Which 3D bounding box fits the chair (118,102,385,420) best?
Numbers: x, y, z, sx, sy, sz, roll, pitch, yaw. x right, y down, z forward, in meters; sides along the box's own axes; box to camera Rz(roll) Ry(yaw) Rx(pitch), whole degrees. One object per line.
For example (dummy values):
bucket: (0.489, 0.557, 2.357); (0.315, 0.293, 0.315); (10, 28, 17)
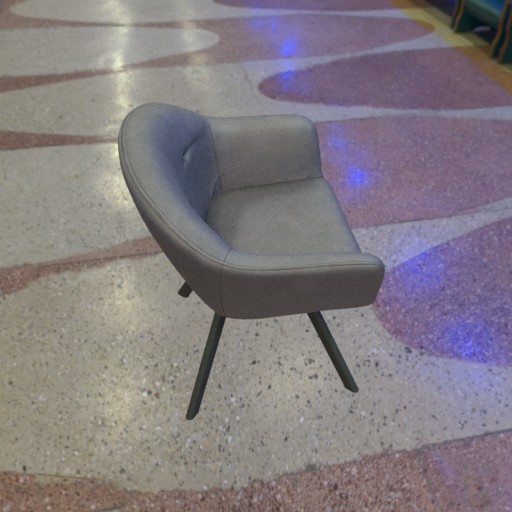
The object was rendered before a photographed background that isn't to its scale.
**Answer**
chair: (0.000, 0.000, 1.166); (0.544, 0.781, 0.567); (-7, 47, -7)
